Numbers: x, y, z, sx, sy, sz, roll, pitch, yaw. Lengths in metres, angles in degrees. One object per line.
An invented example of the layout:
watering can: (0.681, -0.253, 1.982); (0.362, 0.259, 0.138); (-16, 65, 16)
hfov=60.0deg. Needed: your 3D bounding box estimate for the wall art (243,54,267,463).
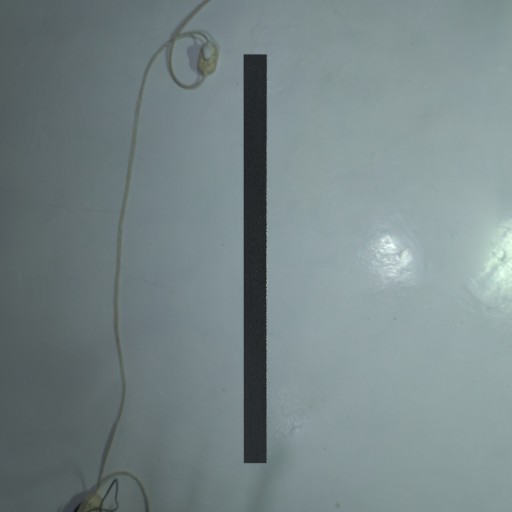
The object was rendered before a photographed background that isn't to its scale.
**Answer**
wall art: (0.000, 0.000, 0.765); (0.025, 0.569, 0.444); (0, 91, 0)
